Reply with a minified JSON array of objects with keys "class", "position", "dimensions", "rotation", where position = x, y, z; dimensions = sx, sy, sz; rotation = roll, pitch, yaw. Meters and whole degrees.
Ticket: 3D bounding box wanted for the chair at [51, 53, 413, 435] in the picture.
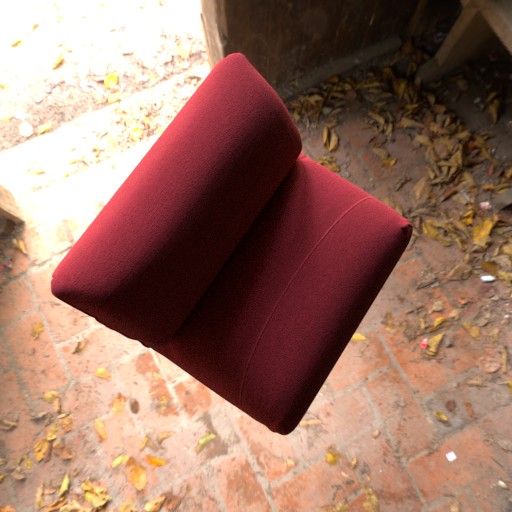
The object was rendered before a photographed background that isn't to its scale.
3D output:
[{"class":"chair","position":[0.000,0.000,1.353],"dimensions":[0.780,0.580,0.820],"rotation":[33,79,7]}]
